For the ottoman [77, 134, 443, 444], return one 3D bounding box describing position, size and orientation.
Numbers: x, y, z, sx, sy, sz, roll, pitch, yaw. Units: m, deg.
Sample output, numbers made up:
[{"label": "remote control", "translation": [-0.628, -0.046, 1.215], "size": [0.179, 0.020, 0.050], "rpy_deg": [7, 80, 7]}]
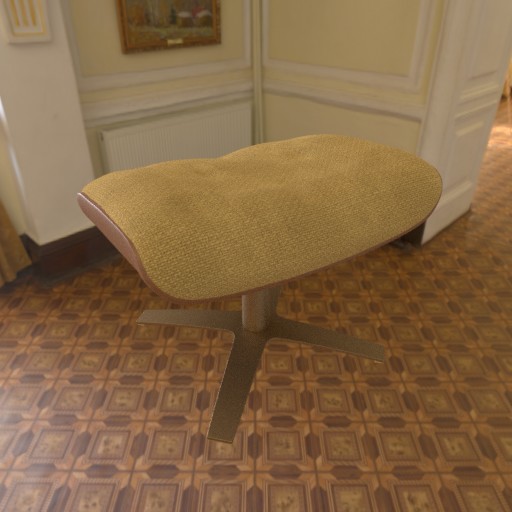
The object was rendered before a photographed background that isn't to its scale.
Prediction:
[{"label": "ottoman", "translation": [0.000, 0.000, 0.820], "size": [0.520, 0.391, 0.394], "rpy_deg": [-18, 35, -27]}]
